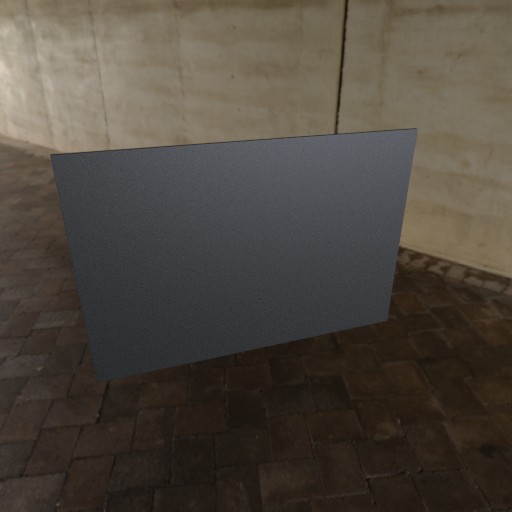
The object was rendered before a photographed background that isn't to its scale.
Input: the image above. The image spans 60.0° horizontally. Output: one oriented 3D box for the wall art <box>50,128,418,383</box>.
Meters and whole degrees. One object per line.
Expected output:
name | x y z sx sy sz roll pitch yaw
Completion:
wall art | 0.000 0.000 1.566 1.192 0.811 0.013 -9 28 -17
